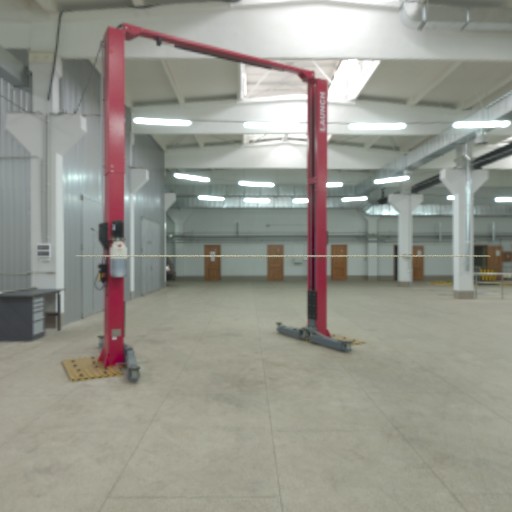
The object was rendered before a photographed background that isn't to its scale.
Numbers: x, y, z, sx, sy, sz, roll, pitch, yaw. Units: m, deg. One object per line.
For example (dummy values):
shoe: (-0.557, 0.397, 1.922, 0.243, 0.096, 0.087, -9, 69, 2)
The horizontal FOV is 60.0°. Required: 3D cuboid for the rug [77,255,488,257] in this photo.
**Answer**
rug: (0.000, 0.000, 3.969, 2.380, 0.008, 2.977, 0, 0, -36)
